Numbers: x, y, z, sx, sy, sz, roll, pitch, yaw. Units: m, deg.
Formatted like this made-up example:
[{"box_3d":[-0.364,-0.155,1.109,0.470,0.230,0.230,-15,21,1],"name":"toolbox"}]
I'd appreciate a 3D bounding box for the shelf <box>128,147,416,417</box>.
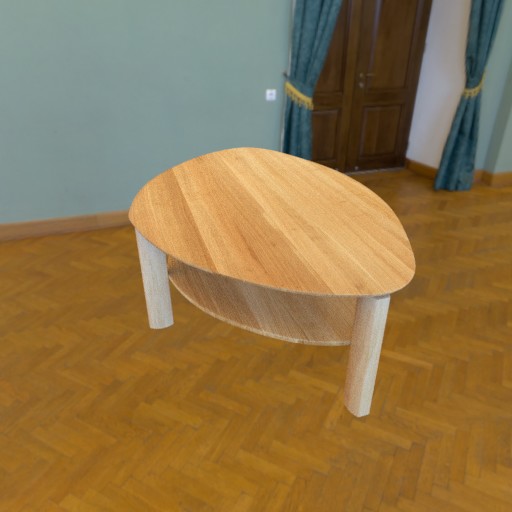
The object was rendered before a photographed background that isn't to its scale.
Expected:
[{"box_3d":[0.000,0.000,1.620,0.845,0.440,1.246,-9,31,-16],"name":"shelf"}]
